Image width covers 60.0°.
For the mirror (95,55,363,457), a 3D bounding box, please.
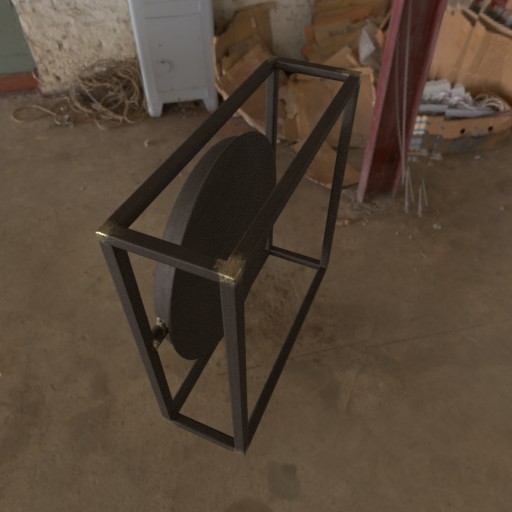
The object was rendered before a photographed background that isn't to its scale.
[{"bbox_3d":[0.000,0.000,0.487,0.107,0.303,0.306,18,49,16],"label":"mirror"}]
